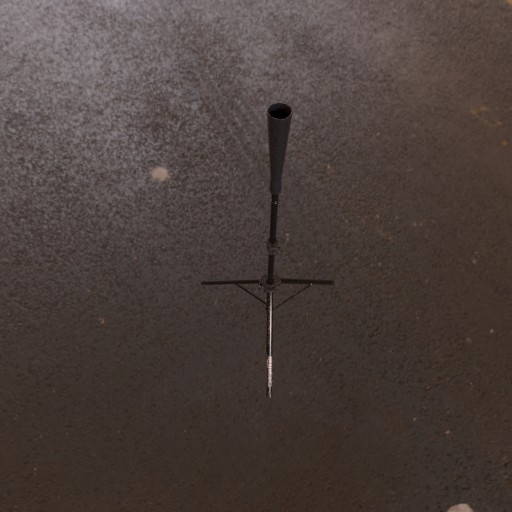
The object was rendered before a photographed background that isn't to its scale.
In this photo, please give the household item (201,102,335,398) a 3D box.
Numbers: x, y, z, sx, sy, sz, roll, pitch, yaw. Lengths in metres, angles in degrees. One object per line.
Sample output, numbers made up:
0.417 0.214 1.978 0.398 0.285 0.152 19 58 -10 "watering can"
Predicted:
0.000 0.000 1.372 0.559 1.067 0.559 13 59 8 "household item"
